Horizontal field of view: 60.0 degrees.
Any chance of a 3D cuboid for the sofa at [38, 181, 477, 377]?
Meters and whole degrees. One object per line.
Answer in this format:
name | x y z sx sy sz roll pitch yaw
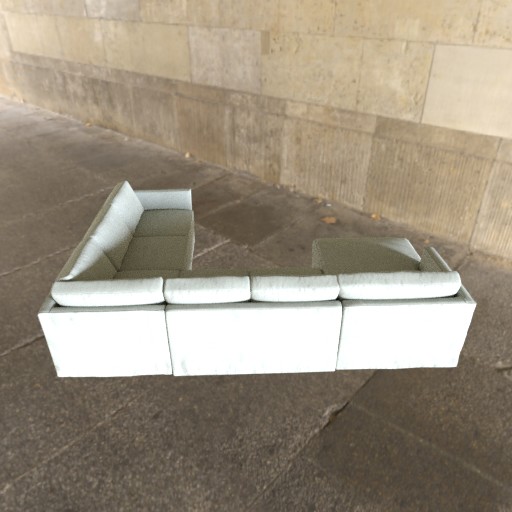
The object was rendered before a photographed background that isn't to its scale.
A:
sofa | 0.000 0.000 4.579 3.434 0.869 2.440 -1 31 -2
